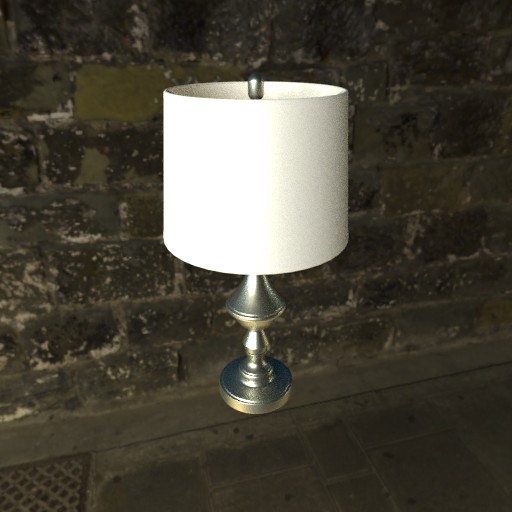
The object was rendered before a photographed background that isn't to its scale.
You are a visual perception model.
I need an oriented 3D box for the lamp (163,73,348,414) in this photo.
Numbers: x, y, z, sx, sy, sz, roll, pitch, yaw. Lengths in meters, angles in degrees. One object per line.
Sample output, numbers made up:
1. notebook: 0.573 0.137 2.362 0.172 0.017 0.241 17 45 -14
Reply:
1. lamp: 0.000 0.000 0.961 0.383 0.733 0.383 0 26 0
